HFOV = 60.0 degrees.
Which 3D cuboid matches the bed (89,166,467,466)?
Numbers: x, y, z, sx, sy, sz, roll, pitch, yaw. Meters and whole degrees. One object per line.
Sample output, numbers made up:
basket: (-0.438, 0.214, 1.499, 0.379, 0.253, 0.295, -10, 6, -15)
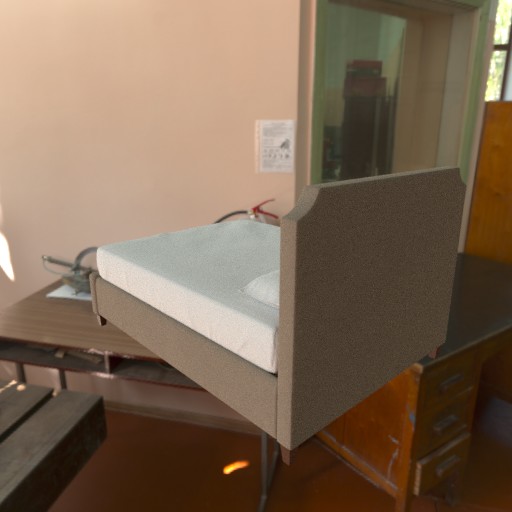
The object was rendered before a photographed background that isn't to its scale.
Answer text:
bed: (0.000, 0.000, 3.393, 1.703, 1.415, 2.329, -15, 22, -41)
